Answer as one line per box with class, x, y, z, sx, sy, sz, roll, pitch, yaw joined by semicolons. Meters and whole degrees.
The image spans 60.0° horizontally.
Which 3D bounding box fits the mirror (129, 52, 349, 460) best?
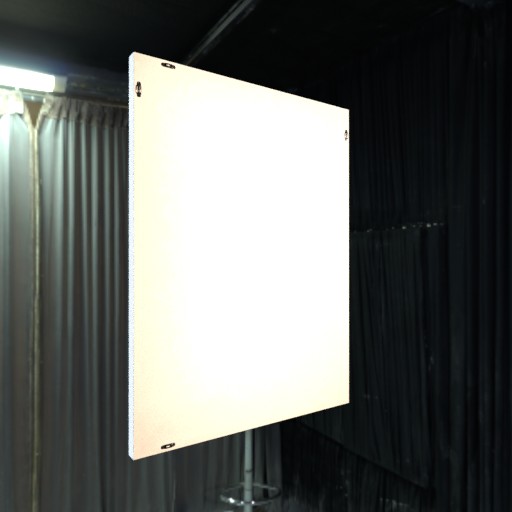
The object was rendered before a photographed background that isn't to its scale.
mirror;0.000;0.000;1.332;0.762;1.016;0.040;0;0;-35
